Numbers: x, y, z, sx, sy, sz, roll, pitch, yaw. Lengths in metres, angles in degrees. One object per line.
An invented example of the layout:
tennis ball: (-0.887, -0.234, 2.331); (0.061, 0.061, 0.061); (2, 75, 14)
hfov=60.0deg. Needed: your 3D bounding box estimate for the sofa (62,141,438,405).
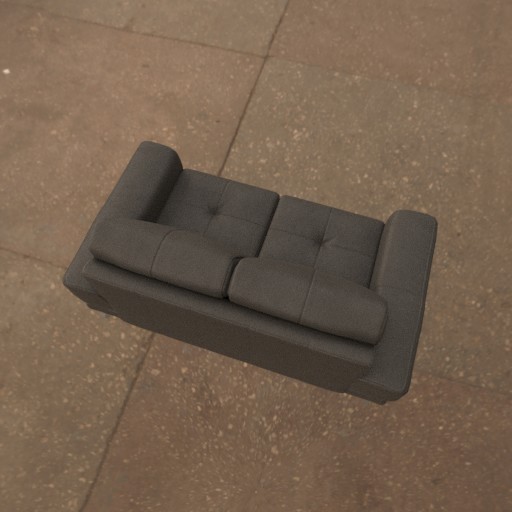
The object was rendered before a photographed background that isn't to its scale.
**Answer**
sofa: (0.000, 0.000, 2.400); (1.806, 0.907, 1.018); (16, 63, 9)
